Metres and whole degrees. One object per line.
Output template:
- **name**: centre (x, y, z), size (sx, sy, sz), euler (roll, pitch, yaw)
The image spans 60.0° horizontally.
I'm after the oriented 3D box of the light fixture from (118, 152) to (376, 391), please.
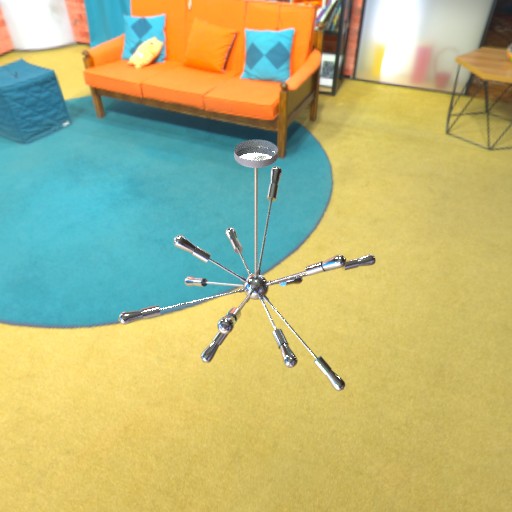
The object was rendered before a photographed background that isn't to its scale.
- **light fixture**: centre (0.000, 0.000, 1.058), size (0.684, 0.558, 0.509), euler (-12, 43, -14)
